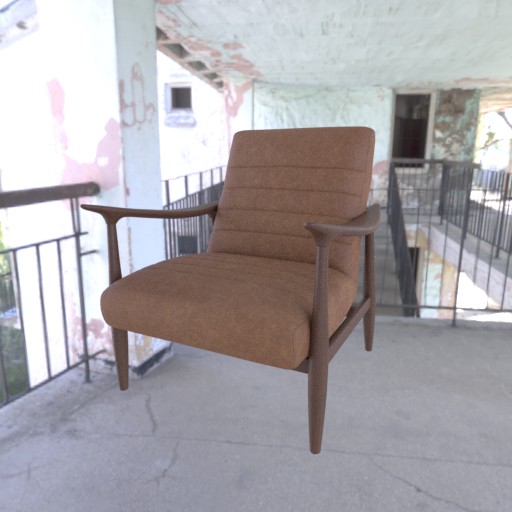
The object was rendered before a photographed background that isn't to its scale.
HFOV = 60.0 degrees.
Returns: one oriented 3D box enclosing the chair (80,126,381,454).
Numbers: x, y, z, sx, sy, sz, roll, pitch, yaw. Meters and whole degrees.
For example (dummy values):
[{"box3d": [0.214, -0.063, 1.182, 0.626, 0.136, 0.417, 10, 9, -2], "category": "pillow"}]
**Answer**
[{"box3d": [0.000, 0.000, 1.445, 0.741, 0.832, 0.798, 7, 15, 27], "category": "chair"}]
